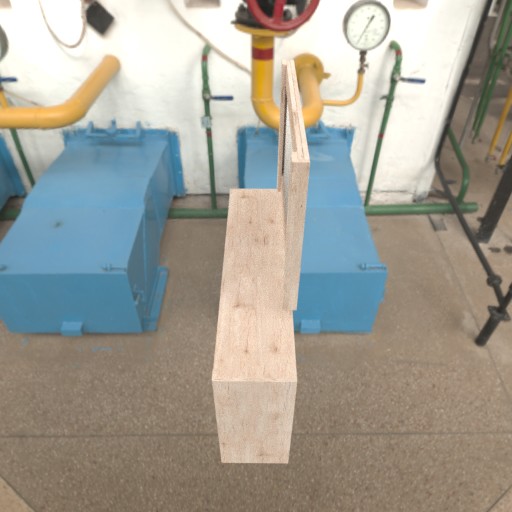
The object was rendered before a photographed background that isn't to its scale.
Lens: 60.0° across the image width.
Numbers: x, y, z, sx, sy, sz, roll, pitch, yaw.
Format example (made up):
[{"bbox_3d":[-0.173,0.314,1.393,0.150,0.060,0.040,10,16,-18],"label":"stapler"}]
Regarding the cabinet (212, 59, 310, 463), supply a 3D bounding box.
[{"bbox_3d":[0.000,0.000,2.760,0.420,1.981,1.700,0,42,0],"label":"cabinet"}]
